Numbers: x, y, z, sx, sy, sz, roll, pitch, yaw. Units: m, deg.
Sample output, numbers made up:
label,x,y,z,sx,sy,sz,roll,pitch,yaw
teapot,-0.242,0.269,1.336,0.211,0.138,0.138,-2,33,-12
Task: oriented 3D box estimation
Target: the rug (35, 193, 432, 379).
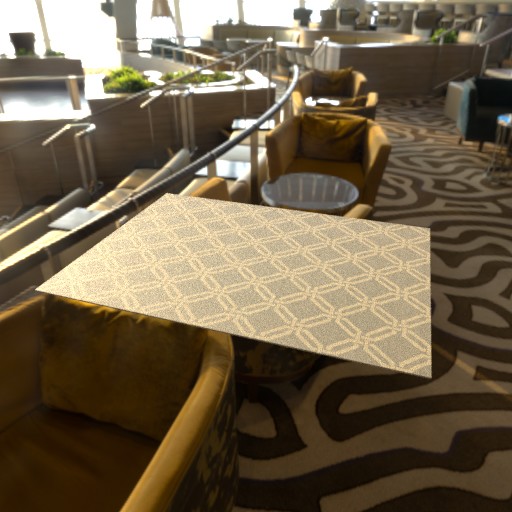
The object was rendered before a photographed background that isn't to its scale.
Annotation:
label,x,y,z,sx,sy,sz,roll,pitch,yaw
rug,0.000,0.000,4.496,3.353,0.013,2.438,9,31,16
